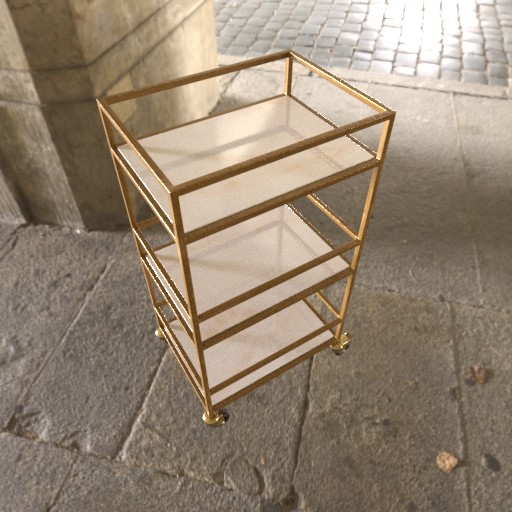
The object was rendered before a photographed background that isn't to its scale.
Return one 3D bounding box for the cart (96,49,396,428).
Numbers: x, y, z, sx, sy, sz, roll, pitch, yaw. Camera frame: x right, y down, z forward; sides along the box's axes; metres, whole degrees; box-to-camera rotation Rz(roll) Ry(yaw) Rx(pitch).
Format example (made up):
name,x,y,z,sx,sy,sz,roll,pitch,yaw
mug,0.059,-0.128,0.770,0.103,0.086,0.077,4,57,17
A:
name,x,y,z,sx,sy,sz,roll,pitch,yaw
cart,0.000,0.000,1.028,0.483,0.761,0.332,-24,51,-21
